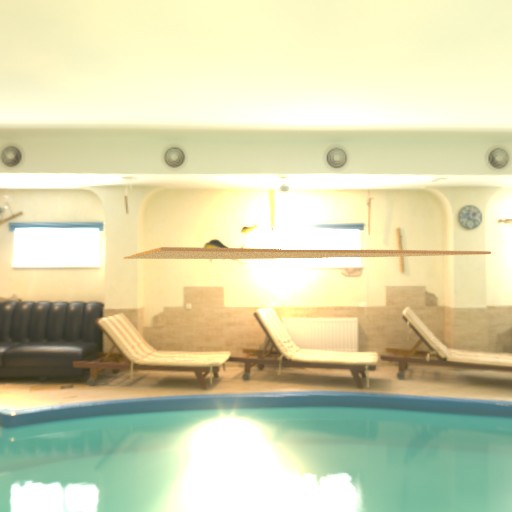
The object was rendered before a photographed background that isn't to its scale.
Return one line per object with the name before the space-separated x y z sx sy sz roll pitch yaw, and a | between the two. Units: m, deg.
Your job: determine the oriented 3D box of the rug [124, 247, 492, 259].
rug | 0.000 0.000 2.871 1.526 0.014 2.290 0 -1 -20
